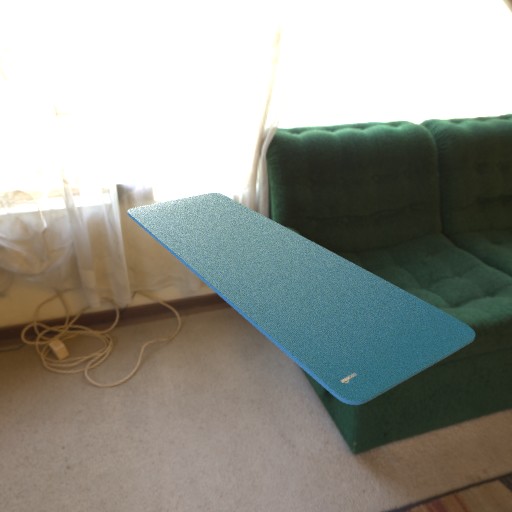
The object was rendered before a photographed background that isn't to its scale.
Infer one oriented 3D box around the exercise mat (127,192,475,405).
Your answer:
[{"bbox_3d":[0.000,0.000,2.062,0.616,0.021,1.869,-17,31,-30],"label":"exercise mat"}]
